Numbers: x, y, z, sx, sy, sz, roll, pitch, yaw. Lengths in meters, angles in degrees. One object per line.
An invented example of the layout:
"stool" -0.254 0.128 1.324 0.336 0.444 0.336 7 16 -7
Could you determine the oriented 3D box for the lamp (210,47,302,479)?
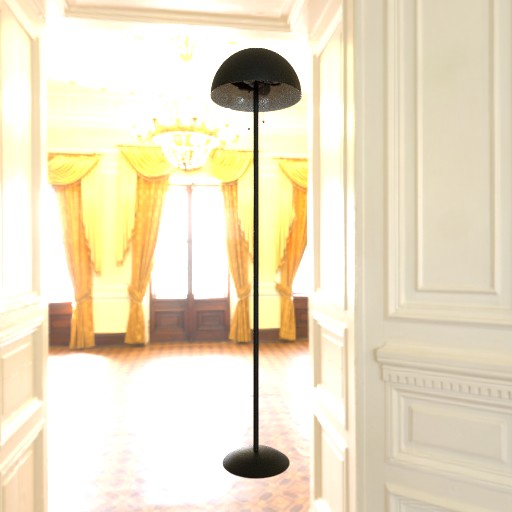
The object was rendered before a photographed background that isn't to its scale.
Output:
"lamp" 0.000 0.000 1.590 0.328 1.480 0.328 0 0 37
